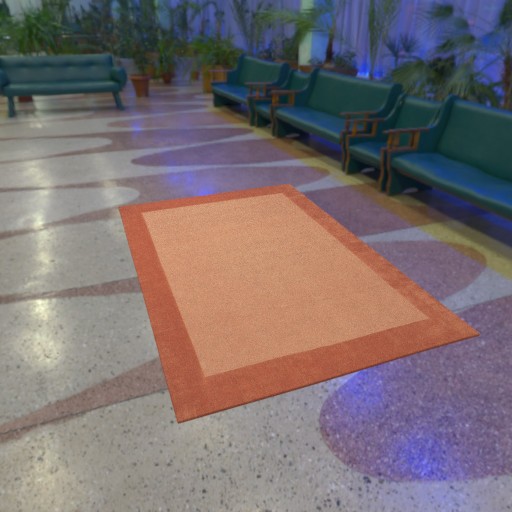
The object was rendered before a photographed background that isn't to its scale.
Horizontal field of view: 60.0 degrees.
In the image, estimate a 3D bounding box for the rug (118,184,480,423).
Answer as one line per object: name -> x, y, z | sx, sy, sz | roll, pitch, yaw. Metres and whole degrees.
rug -> 0.000, 0.000, 2.323 | 1.219, 0.014, 1.829 | -11, 31, -18
